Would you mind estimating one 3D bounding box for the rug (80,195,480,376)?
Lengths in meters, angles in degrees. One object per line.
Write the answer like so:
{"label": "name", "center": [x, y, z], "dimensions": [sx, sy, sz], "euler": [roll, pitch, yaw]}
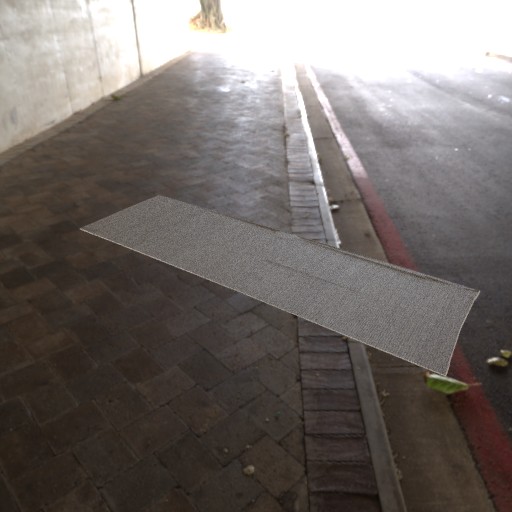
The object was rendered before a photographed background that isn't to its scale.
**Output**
{"label": "rug", "center": [0.000, 0.000, 2.655], "dimensions": [2.390, 0.014, 0.741], "euler": [19, 35, 30]}
